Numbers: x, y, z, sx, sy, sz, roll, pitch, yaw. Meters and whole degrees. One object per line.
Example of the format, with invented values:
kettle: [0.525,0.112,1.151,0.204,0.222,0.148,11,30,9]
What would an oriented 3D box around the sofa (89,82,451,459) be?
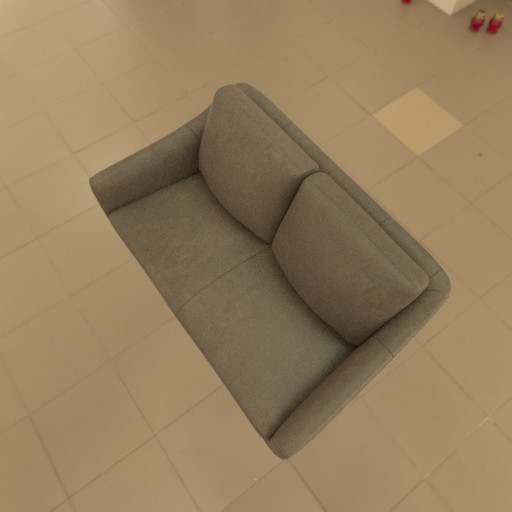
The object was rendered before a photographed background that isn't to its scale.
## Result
sofa: [0.000,0.000,2.190,0.960,0.902,1.619,-34,68,-16]
